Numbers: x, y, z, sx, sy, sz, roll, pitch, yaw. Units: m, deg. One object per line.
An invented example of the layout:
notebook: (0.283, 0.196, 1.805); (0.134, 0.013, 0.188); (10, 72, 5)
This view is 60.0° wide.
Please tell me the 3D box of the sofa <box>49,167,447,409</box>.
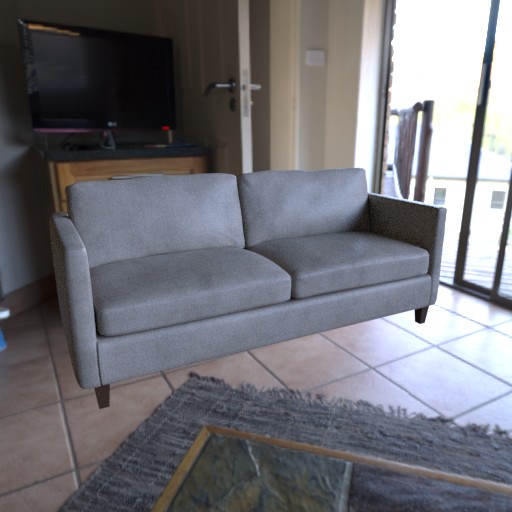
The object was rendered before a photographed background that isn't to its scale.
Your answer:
sofa: (0.000, 0.000, 2.687); (2.208, 0.965, 0.951); (-8, 18, -26)
